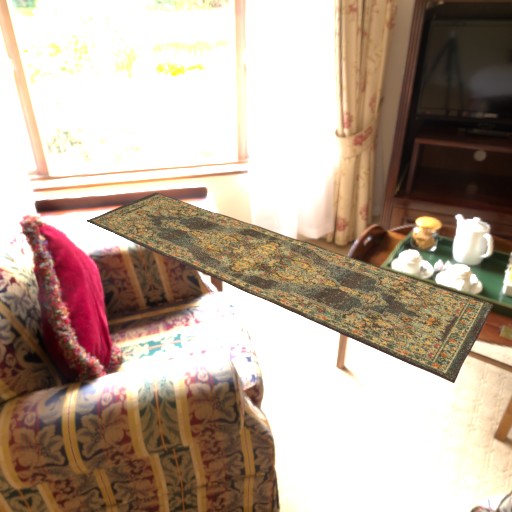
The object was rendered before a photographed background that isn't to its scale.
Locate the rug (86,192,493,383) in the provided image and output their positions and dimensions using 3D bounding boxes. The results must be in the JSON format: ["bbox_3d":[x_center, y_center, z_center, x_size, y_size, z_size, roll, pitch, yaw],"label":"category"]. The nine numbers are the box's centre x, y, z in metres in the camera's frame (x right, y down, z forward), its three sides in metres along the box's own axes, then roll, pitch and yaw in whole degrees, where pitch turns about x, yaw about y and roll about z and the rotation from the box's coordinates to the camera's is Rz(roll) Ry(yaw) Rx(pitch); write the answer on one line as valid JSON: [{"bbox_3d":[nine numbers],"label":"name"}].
[{"bbox_3d":[0.000,0.000,2.424,2.283,0.016,0.602,21,36,32],"label":"rug"}]
